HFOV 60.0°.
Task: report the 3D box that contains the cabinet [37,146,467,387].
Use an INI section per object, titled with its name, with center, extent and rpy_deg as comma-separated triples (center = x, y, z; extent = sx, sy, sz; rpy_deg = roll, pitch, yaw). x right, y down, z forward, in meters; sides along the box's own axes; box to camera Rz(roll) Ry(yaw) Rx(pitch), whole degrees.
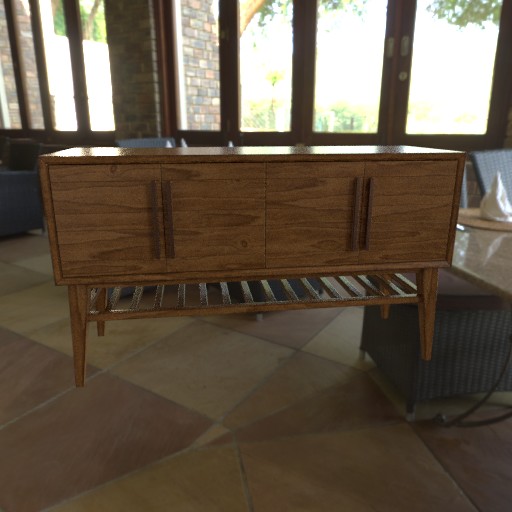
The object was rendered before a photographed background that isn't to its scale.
[cabinet]
center = 0.000, 0.000, 1.724
extent = 1.363, 0.802, 0.477
rpy_deg = -2, 17, -8
